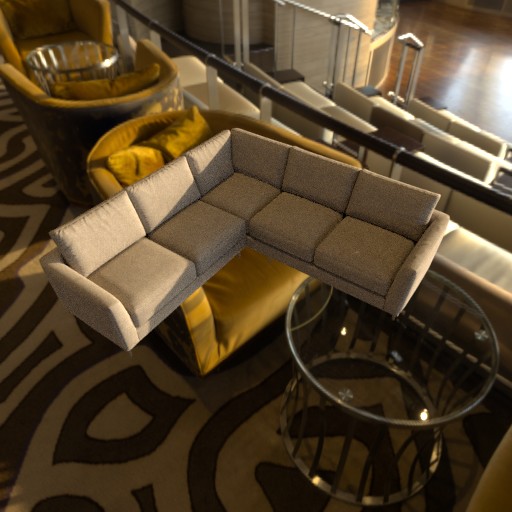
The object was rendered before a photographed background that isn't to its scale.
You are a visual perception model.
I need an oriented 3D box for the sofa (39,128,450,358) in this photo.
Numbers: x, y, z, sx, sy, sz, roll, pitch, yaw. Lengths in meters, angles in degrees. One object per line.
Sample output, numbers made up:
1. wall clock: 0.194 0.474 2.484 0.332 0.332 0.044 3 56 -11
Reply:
1. sofa: 0.000 0.000 3.717 2.438 0.864 2.438 25 48 26
